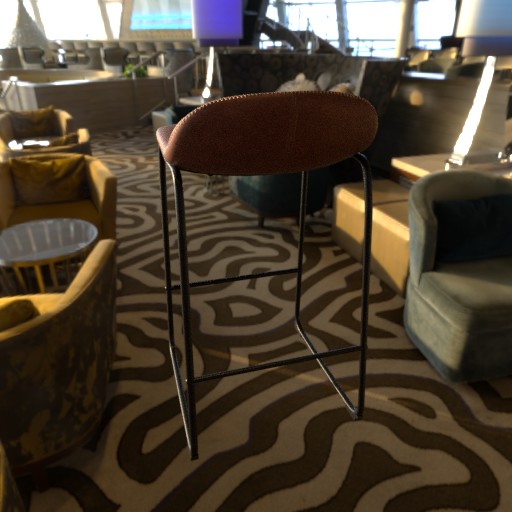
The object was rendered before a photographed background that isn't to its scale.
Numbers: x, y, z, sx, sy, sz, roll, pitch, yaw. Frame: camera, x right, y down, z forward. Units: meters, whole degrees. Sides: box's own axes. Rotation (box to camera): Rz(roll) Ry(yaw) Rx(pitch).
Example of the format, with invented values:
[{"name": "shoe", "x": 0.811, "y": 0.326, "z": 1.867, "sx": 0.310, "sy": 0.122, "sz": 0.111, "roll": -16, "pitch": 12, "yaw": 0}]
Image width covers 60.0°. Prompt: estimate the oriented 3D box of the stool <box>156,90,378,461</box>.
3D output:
[{"name": "stool", "x": 0.000, "y": 0.000, "z": 1.126, "sx": 0.454, "sy": 0.830, "sz": 0.473, "roll": -7, "pitch": 27, "yaw": -15}]
